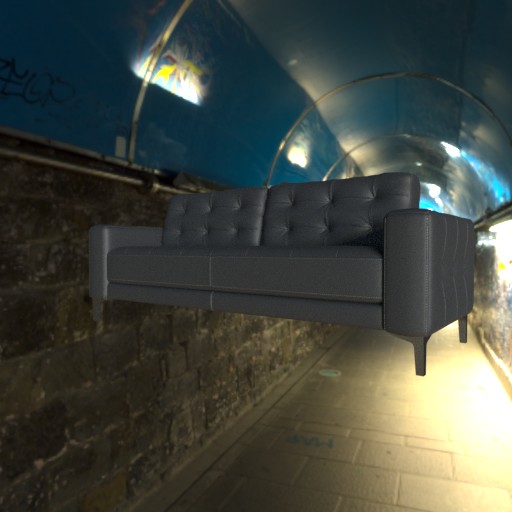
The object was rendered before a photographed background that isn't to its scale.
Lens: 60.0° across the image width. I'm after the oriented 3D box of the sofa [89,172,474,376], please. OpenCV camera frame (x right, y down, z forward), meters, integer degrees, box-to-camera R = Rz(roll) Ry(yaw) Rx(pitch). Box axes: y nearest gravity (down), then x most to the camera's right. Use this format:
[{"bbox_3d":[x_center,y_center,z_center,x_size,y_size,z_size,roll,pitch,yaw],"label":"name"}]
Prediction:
[{"bbox_3d":[0.000,0.000,2.666,2.275,0.893,0.833,1,1,37],"label":"sofa"}]
